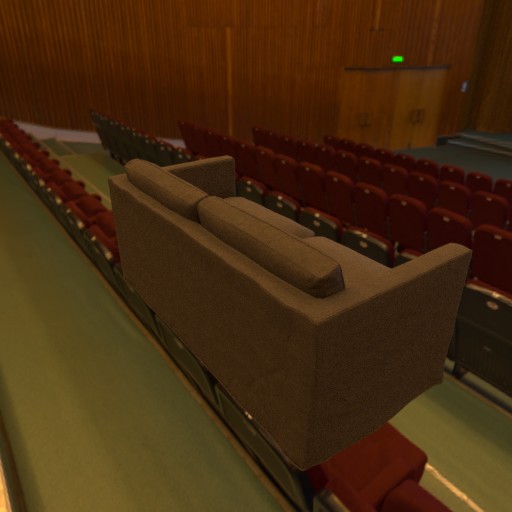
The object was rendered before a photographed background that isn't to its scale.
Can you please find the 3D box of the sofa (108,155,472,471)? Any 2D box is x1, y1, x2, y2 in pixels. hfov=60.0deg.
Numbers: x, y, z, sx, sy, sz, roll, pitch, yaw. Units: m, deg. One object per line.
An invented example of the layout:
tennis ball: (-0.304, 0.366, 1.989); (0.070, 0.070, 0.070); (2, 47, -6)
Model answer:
sofa: (0.000, 0.000, 2.487); (0.953, 0.855, 1.982); (-18, 33, -31)
